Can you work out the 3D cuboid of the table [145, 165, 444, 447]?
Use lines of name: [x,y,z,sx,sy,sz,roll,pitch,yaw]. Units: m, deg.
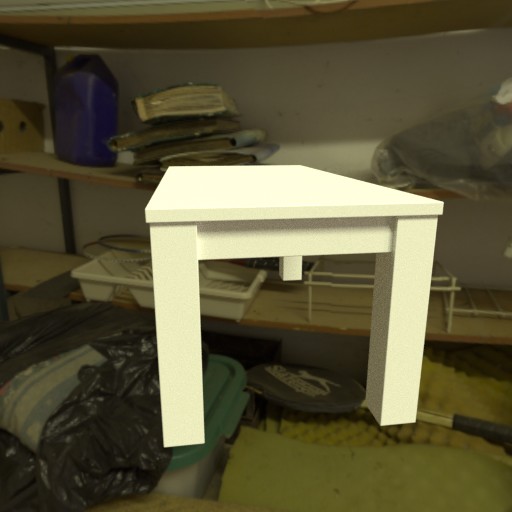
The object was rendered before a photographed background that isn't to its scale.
table: [0.000,0.000,2.263,0.900,0.790,1.800,-2,15,-8]
